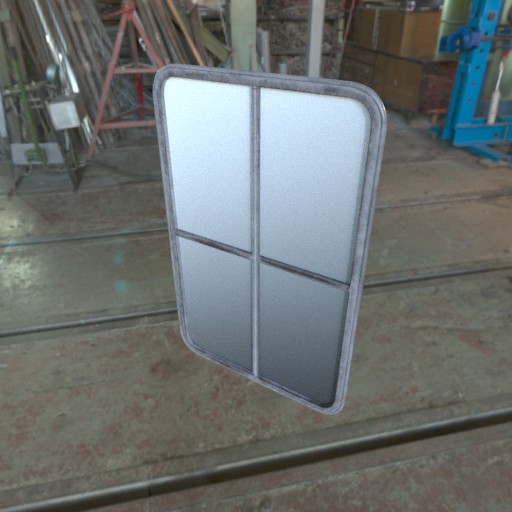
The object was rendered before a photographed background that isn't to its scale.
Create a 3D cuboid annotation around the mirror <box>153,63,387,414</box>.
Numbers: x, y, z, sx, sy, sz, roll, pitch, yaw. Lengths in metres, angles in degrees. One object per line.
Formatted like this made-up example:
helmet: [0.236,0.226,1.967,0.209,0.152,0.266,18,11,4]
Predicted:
mirror: [0.000,0.000,0.914,0.461,0.713,0.024,18,35,27]
